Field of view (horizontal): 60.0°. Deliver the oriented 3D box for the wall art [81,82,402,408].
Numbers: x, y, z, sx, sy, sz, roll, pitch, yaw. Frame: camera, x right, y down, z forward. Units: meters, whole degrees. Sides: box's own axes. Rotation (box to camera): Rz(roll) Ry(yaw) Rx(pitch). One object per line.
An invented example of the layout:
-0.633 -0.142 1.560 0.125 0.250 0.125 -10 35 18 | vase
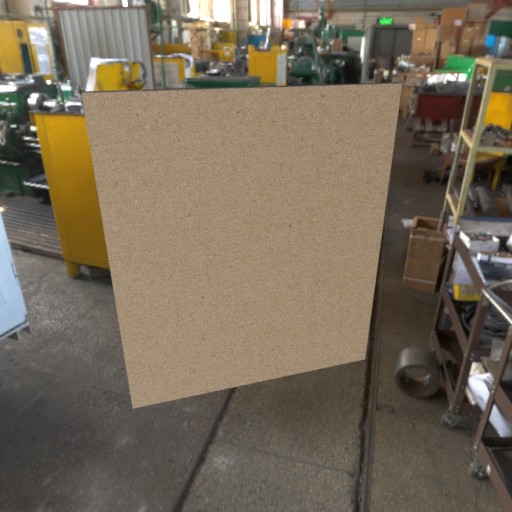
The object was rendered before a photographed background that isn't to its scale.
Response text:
0.000 0.000 1.206 0.755 0.863 0.028 -8 27 -15 | wall art
